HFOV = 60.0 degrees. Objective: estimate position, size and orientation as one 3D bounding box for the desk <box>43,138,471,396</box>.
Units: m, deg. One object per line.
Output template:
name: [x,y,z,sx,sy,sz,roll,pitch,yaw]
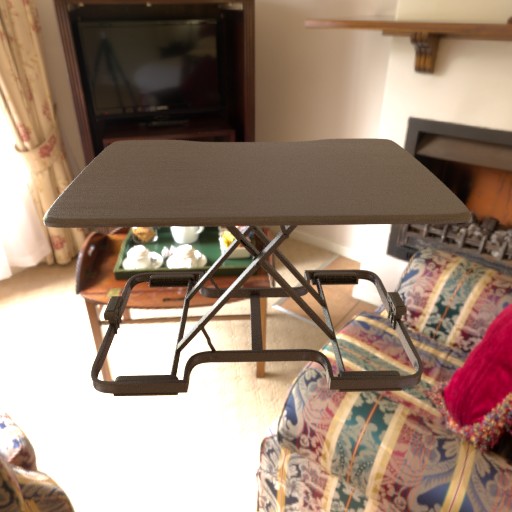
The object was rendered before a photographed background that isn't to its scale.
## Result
desk: [0.000,0.000,1.157,0.820,0.470,0.546,-1,30,-1]
